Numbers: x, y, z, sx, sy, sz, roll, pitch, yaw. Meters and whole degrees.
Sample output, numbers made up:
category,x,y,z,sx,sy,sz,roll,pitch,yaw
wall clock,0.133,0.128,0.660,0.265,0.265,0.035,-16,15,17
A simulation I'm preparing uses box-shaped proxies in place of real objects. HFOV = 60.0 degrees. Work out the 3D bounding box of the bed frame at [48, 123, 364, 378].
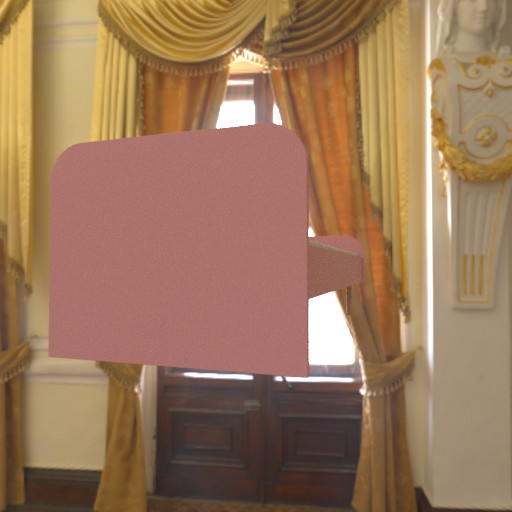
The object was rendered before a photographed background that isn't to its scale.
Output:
category,x,y,z,sx,sy,sz,roll,pitch,yaw
bed frame,0.000,0.000,2.460,0.998,0.805,1.963,0,-2,19
